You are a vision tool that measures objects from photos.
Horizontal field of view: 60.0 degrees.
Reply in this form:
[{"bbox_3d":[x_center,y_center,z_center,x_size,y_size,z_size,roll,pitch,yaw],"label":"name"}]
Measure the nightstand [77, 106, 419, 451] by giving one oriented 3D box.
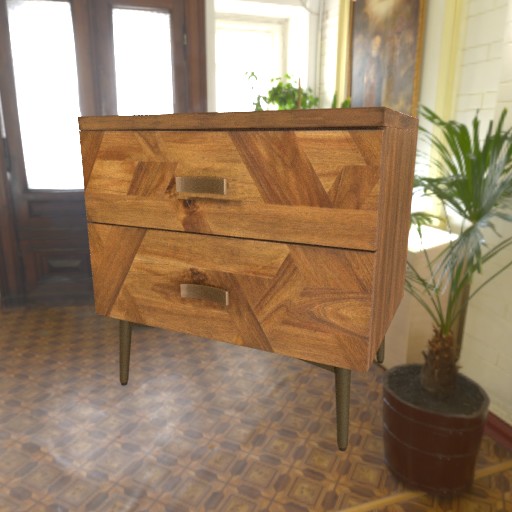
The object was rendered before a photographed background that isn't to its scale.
[{"bbox_3d":[0.000,0.000,1.022,0.610,0.610,0.458,7,16,25],"label":"nightstand"}]
